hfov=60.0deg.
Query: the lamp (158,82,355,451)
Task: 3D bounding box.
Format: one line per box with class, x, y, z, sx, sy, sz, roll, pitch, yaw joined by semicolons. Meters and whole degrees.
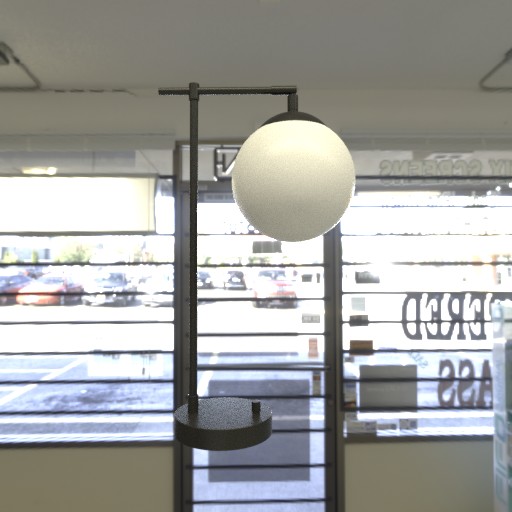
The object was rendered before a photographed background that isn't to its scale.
lamp;0.000;0.000;0.713;0.316;0.559;0.197;0;-1;1
